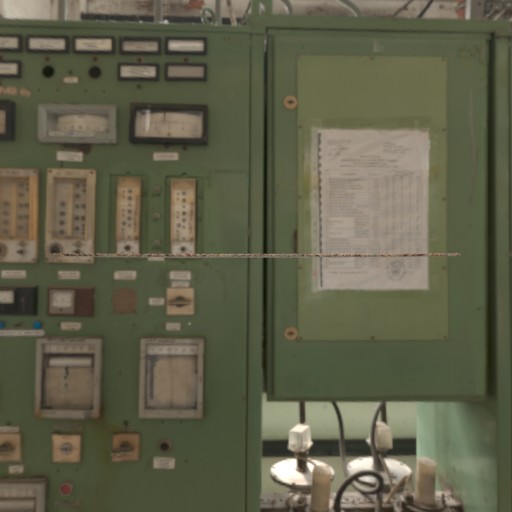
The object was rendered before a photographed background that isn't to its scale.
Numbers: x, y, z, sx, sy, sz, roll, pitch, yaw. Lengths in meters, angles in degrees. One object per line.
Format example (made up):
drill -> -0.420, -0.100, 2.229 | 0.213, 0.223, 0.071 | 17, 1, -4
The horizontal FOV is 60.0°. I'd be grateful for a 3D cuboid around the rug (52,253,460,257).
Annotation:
rug -> 0.000, 0.000, 4.202 | 2.436, 0.024, 3.226 | 0, 0, 0
